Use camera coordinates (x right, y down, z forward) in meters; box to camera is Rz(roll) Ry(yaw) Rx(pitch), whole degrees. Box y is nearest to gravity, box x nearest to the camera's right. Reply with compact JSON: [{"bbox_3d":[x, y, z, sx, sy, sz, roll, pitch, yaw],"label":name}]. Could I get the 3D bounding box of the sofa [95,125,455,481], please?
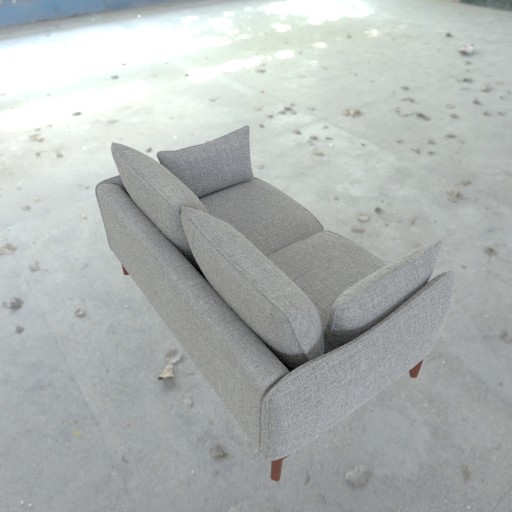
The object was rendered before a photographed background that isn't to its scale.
[{"bbox_3d":[0.000,0.000,2.103,0.972,0.851,1.580,-24,45,-27],"label":"sofa"}]
